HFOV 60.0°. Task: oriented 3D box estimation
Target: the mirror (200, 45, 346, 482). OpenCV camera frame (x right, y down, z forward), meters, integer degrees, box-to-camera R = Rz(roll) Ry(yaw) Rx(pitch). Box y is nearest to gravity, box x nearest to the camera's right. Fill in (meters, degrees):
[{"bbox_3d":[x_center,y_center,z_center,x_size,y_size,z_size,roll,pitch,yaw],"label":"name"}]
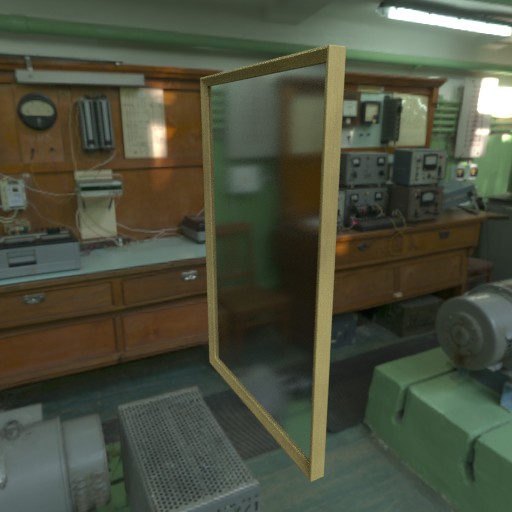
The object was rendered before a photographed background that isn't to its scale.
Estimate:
[{"bbox_3d":[0.000,0.000,1.153,0.041,0.915,0.609,-8,18,-27],"label":"mirror"}]
